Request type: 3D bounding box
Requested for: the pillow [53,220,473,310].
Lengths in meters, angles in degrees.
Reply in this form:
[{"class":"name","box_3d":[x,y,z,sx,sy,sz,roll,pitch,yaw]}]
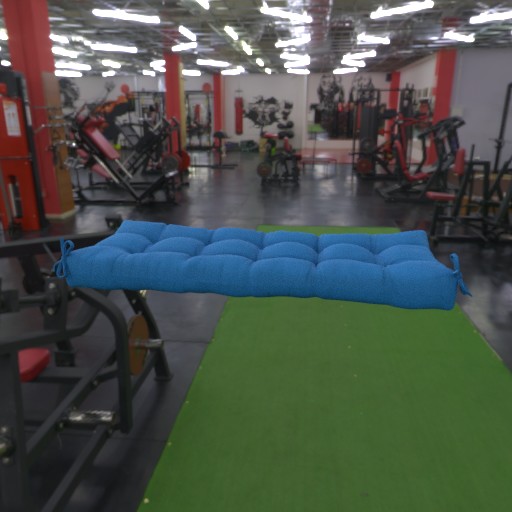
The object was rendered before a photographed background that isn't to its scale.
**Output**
[{"class":"pillow","box_3d":[0.000,0.000,1.408,1.194,0.174,0.511,3,18,8]}]
